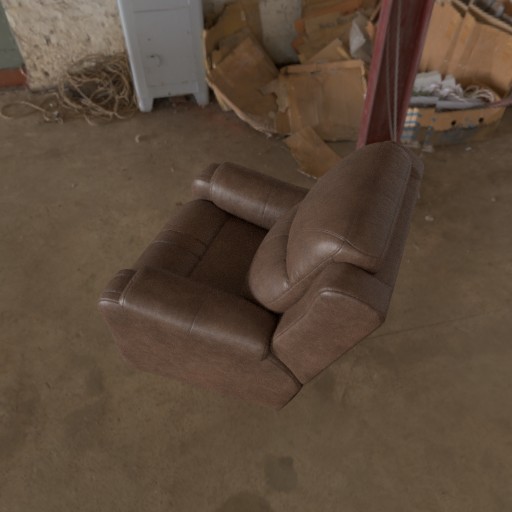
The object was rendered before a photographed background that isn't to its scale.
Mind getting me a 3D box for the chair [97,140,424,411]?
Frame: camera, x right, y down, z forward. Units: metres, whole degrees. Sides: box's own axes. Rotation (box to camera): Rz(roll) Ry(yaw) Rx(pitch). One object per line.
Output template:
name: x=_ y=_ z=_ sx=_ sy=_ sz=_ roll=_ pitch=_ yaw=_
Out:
chair: x=0.000 y=0.000 z=1.821 sx=1.067 sy=0.990 sz=0.940 roll=17 pitch=50 yaw=15
